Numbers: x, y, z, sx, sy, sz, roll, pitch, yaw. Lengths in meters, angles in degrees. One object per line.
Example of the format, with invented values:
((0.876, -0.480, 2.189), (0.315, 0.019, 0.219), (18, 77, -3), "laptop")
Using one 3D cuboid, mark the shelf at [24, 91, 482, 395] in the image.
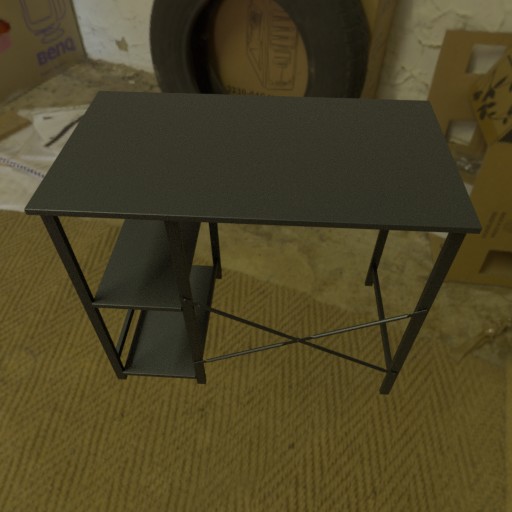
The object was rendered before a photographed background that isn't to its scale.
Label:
((0.000, 0.000, 1.312), (0.902, 0.749, 0.498), (3, 47, 2), "shelf")
